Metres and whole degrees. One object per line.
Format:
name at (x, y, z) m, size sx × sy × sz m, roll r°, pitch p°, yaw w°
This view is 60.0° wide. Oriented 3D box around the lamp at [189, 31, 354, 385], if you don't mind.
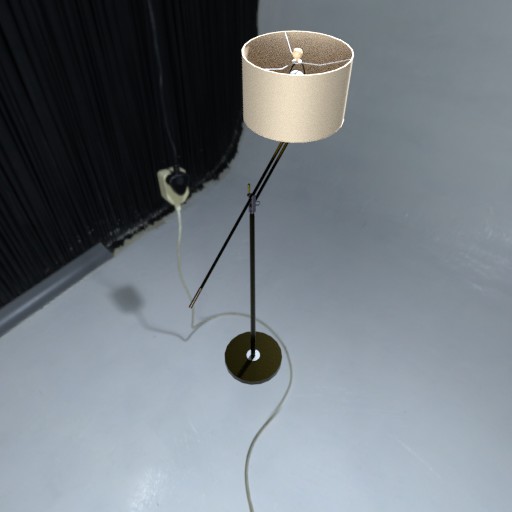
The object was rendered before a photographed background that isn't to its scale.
lamp at (0.000, 0.000, 1.949) m, size 0.373 × 1.635 × 0.809 m, roll 31°, pitch 53°, yaw 26°
